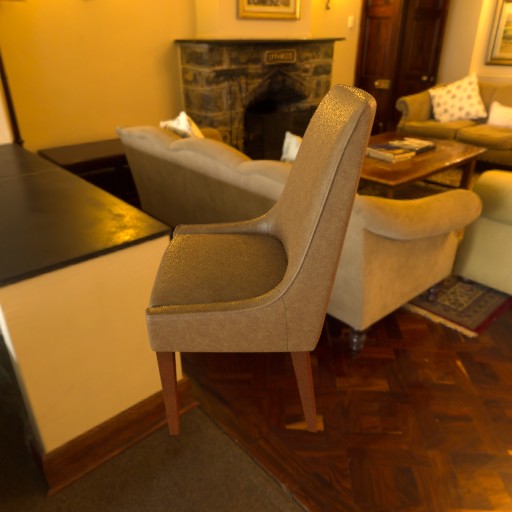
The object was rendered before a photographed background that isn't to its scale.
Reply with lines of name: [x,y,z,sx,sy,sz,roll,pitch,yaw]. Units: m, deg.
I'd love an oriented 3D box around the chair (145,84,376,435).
chair: [0.000,0.000,1.226,0.544,0.861,0.529,-1,27,-1]
